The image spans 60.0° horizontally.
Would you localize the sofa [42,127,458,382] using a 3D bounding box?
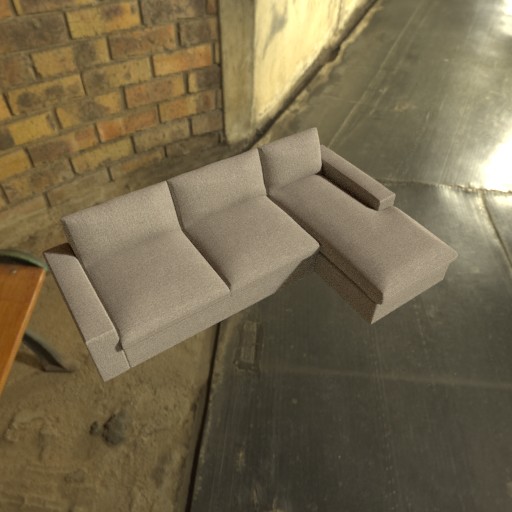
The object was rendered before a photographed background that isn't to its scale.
[{"bbox_3d":[0.000,0.000,3.409,2.718,0.813,1.689,-25,50,-23],"label":"sofa"}]
